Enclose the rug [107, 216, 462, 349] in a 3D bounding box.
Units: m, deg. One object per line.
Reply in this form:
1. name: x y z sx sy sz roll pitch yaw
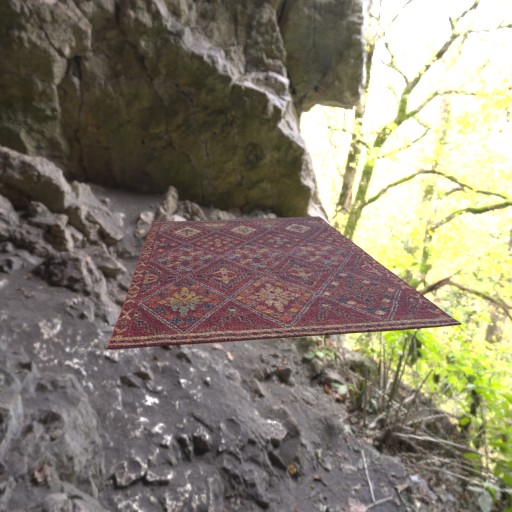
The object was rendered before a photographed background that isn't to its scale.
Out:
1. rug: 0.000 0.000 2.931 1.521 0.026 2.286 -2 17 -8
